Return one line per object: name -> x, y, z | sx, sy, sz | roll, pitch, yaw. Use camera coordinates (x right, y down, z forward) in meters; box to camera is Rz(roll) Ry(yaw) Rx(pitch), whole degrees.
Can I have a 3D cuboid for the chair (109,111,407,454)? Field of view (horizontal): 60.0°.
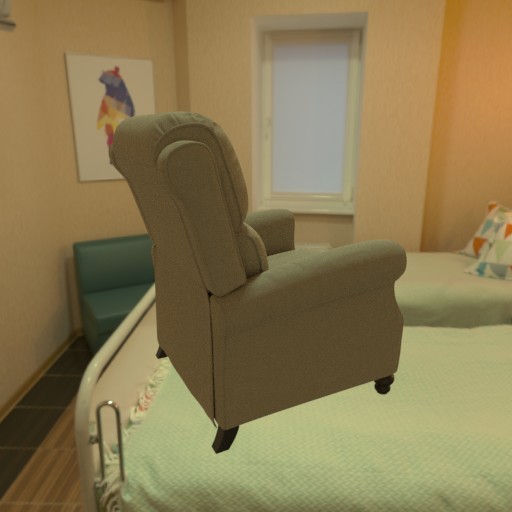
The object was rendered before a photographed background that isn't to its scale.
chair -> 0.000, 0.000, 1.728 | 0.919, 1.046, 0.859 | -8, 18, -26
